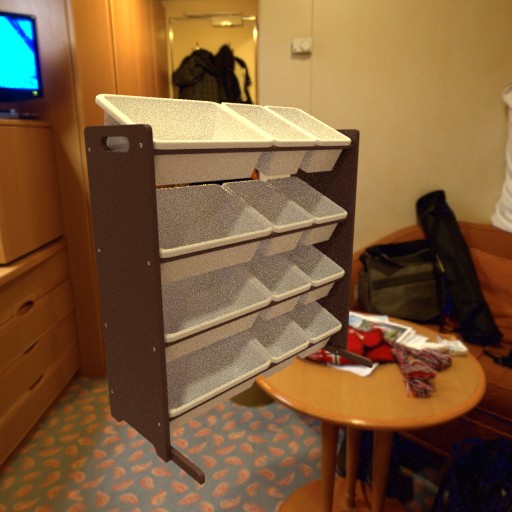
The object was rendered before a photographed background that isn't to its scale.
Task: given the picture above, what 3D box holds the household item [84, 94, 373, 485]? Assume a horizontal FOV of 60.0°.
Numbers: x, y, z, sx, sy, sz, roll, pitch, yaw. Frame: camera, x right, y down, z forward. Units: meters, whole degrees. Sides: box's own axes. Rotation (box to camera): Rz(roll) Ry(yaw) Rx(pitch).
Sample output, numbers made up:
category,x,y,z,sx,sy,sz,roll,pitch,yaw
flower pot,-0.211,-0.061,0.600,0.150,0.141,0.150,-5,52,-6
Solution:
category,x,y,z,sx,sy,sz,roll,pitch,yaw
household item,0.000,0.000,1.289,0.389,0.864,0.787,14,20,43
